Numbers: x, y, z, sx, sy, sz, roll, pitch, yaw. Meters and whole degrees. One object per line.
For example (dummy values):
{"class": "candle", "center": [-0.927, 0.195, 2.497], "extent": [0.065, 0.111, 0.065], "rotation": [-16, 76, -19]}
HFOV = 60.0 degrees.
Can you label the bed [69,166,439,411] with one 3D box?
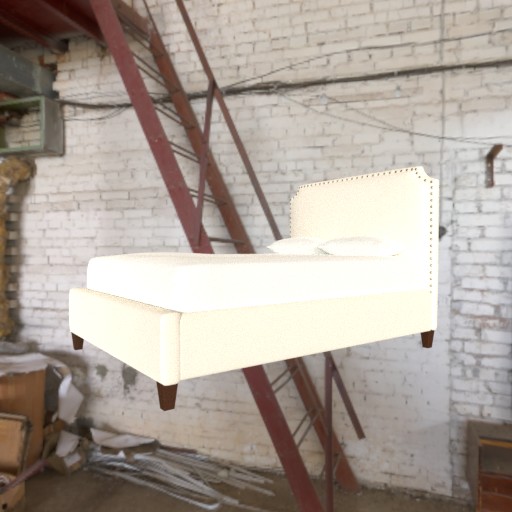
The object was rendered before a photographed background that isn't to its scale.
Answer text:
{"class": "bed", "center": [0.000, 0.000, 3.454], "extent": [2.365, 1.443, 1.712], "rotation": [-1, 1, -37]}
